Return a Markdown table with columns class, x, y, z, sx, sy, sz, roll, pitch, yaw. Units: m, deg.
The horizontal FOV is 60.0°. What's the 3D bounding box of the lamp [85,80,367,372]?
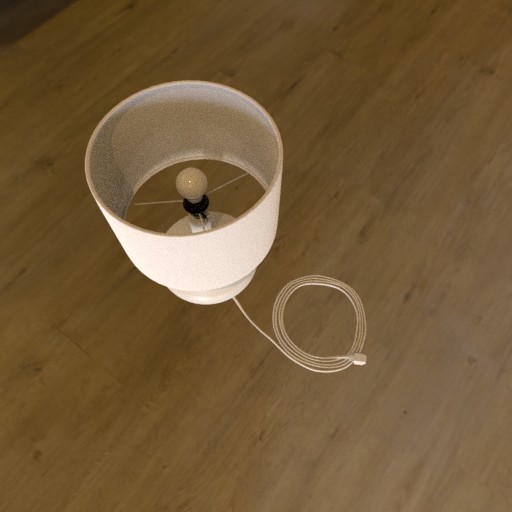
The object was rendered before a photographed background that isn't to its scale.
| class | x | y | z | sx | sy | sz | roll | pitch | yaw |
| --- | --- | --- | --- | --- | --- | --- | --- | --- | --- |
| lamp | 0.000 | 0.000 | 0.859 | 0.401 | 0.457 | 0.546 | -34 | 68 | -15 |
